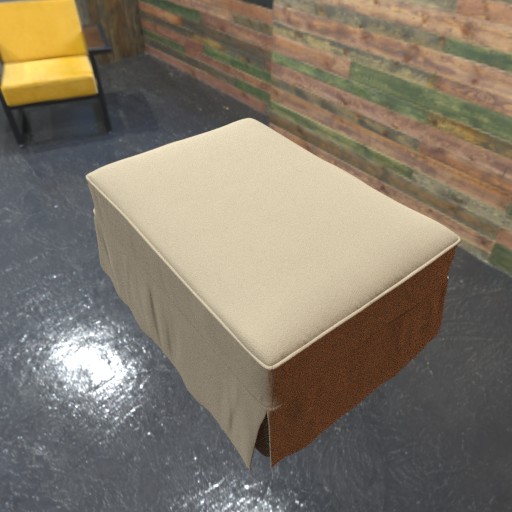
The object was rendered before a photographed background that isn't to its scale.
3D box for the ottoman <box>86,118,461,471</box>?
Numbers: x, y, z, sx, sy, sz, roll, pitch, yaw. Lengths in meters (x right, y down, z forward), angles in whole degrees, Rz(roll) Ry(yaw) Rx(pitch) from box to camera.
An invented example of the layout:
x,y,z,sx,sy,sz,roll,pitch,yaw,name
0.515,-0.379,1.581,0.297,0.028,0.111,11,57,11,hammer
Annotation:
x,y,z,sx,sy,sz,roll,pitch,yaw,name
0.000,0.000,1.352,0.721,0.482,0.959,-27,48,-27,ottoman
